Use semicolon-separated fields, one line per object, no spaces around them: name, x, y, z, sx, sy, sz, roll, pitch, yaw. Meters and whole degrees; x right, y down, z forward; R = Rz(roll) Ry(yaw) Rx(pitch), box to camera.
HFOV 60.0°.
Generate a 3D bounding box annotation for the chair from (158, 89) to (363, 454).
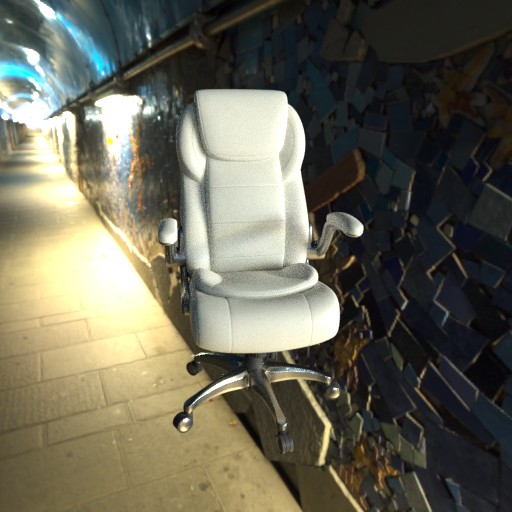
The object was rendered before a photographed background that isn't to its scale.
chair;0.000;0.000;1.826;0.755;1.330;0.806;-3;17;-10
